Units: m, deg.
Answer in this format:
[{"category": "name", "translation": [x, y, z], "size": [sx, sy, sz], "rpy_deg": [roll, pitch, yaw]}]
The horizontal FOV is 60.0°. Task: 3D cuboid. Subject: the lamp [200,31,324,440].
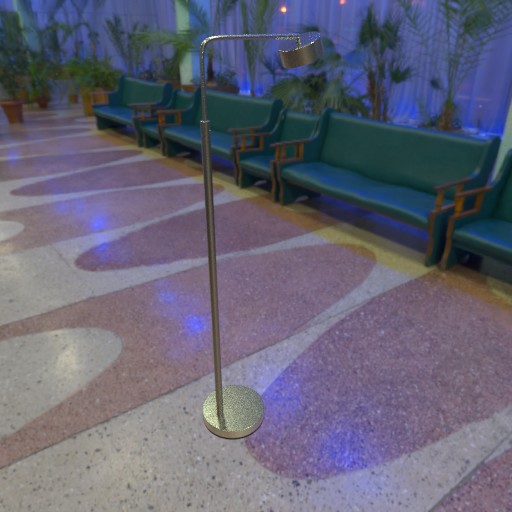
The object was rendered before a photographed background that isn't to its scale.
[{"category": "lamp", "translation": [0.000, 0.000, 1.386], "size": [0.421, 1.250, 0.222], "rpy_deg": [-18, 32, -31]}]
